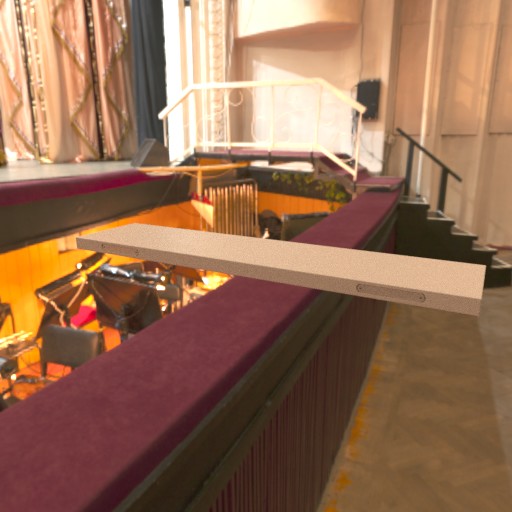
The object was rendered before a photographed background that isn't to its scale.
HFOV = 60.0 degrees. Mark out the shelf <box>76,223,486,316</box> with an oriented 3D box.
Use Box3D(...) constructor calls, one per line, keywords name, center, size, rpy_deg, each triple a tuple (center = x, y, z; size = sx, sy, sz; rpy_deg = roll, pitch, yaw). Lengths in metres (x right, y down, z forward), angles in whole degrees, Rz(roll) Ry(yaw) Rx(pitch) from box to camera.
Box3D(name="shelf", center=(0.000, 0.000, 0.663), size=(0.610, 0.020, 0.140), rpy_deg=(8, 17, 27))
